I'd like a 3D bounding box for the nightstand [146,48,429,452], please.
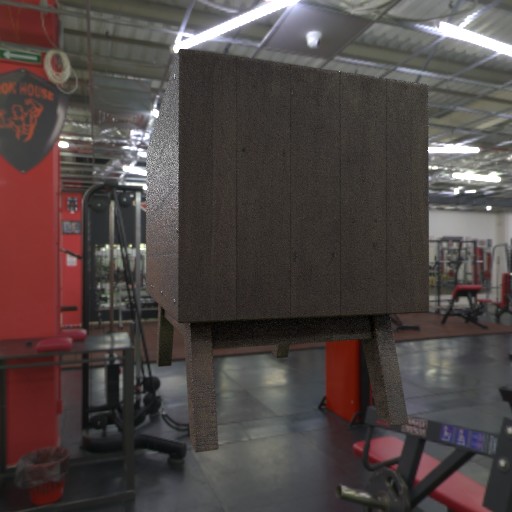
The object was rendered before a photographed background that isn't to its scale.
[{"bbox_3d":[0.000,0.000,1.019,0.450,0.599,0.650,0,-1,-18],"label":"nightstand"}]
